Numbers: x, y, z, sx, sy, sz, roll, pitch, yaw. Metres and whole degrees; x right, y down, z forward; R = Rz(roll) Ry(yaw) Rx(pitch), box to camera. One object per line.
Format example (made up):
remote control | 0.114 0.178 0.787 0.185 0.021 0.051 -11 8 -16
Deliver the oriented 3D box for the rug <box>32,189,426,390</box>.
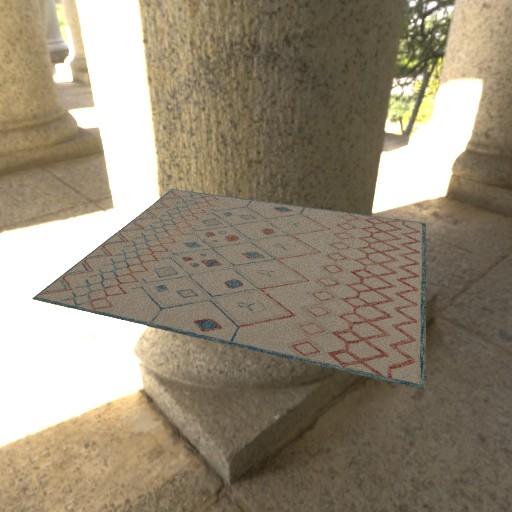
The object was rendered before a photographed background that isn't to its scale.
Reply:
rug | 0.000 0.000 4.188 3.050 0.016 2.441 10 32 16
